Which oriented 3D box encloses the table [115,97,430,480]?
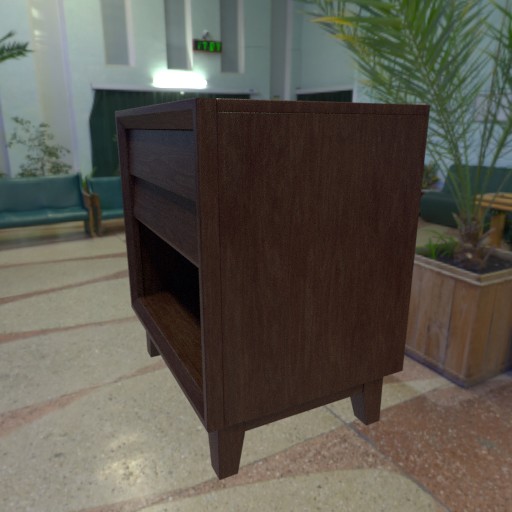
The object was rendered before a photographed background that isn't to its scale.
[{"bbox_3d":[0.000,0.000,0.967,0.449,0.609,0.557,-8,18,-26],"label":"table"}]
